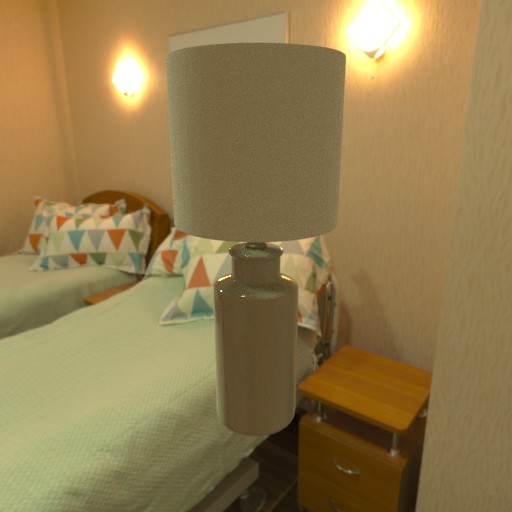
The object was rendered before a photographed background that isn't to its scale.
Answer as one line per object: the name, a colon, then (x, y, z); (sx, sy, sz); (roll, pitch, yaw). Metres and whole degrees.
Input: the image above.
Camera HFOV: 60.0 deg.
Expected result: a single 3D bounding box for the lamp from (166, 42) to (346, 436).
lamp: (0.000, 0.000, 0.599); (0.212, 0.493, 0.212); (2, 17, 8)
